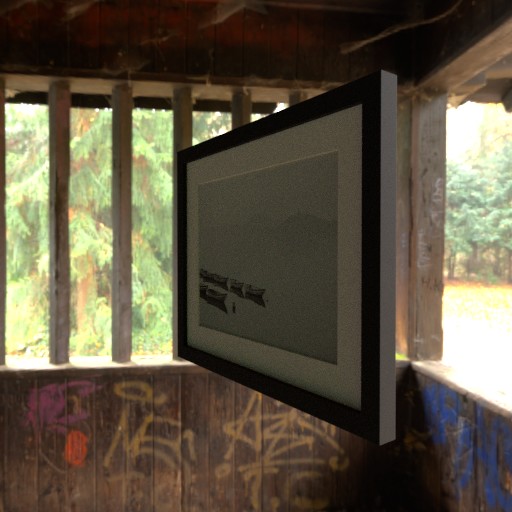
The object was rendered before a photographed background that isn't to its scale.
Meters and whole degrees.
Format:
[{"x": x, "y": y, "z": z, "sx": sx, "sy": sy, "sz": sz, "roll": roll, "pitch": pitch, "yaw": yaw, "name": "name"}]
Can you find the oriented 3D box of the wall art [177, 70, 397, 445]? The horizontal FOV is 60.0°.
[{"x": 0.000, "y": 0.000, "z": 0.768, "sx": 0.030, "sy": 0.454, "sz": 0.554, "roll": -1, "pitch": 1, "yaw": -36, "name": "wall art"}]
